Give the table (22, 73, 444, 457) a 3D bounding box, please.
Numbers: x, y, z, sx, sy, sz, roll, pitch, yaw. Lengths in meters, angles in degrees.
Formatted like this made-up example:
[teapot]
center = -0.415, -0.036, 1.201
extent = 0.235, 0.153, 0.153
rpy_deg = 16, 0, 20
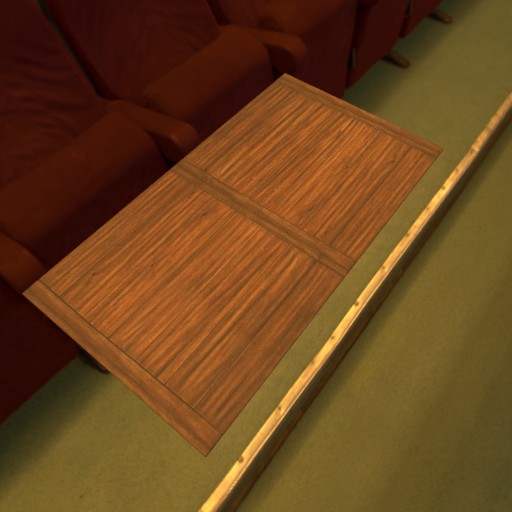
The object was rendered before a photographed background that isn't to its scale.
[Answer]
[table]
center = 0.000, 0.000, 2.518
extent = 1.071, 0.793, 1.966
rpy_deg = 33, 63, 19
